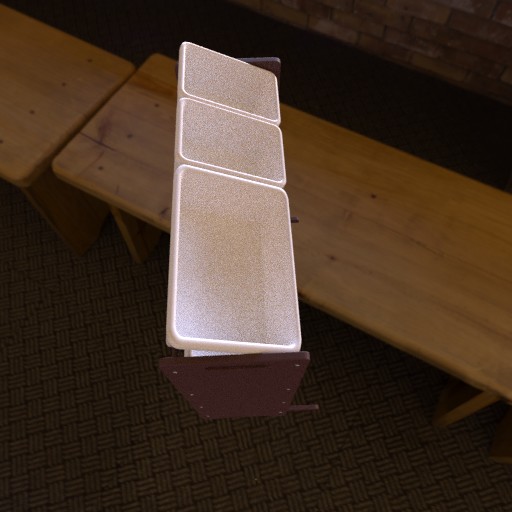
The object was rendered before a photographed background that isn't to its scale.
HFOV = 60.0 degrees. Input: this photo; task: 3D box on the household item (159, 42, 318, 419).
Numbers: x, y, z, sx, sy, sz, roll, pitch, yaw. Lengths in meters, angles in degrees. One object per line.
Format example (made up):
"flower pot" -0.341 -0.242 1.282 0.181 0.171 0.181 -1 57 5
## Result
"household item" 0.000 0.000 1.288 0.389 0.864 0.787 -2 63 -1
